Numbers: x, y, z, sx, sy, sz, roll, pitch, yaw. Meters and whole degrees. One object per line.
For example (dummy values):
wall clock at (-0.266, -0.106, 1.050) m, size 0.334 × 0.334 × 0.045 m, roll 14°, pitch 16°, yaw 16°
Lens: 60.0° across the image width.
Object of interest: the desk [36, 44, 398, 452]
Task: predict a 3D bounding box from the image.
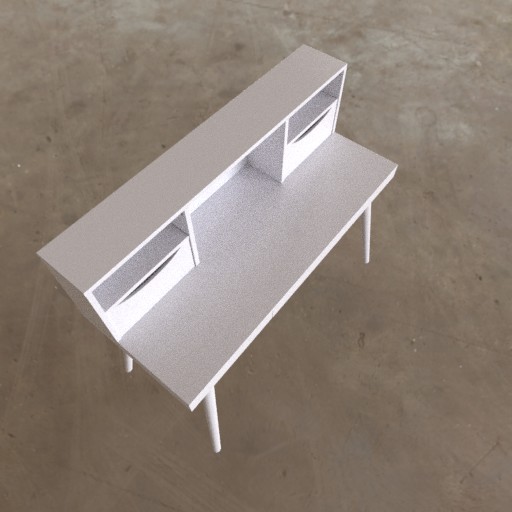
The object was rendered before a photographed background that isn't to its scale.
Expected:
desk at (0.000, 0.000, 1.735) m, size 0.559 × 0.990 × 1.199 m, roll 34°, pitch 64°, yaw 20°
